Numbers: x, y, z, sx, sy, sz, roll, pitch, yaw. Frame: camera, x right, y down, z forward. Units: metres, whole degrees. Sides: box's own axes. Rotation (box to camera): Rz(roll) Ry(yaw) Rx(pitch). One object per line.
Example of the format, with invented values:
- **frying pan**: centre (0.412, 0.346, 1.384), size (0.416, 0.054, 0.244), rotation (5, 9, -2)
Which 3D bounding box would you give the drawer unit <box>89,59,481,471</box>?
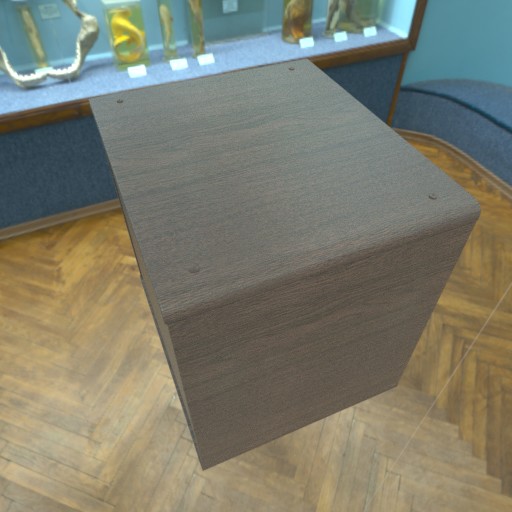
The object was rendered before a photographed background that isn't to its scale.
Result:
- **drawer unit**: centre (0.000, 0.000, 0.581), size (0.290, 0.344, 0.344), rotation (-17, 49, -16)
